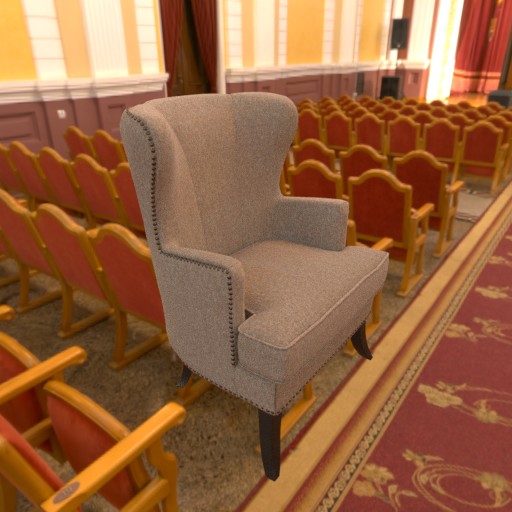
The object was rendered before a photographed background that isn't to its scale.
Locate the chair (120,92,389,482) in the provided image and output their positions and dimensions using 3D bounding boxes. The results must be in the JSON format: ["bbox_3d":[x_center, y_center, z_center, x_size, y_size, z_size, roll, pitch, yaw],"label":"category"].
[{"bbox_3d":[0.000,0.000,1.607,0.758,1.060,0.759,17,30,33],"label":"chair"}]
